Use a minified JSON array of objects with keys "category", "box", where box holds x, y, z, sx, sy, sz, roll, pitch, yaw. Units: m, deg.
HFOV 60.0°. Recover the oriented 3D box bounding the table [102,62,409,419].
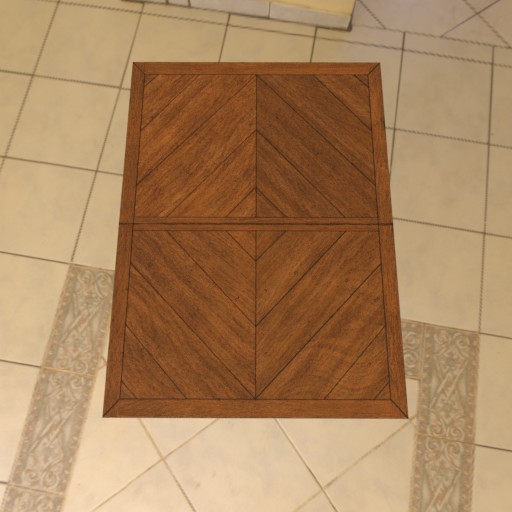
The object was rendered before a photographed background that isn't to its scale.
[{"category":"table","box":[0.000,0.000,1.591,0.757,0.760,1.027,0,75,0]}]
